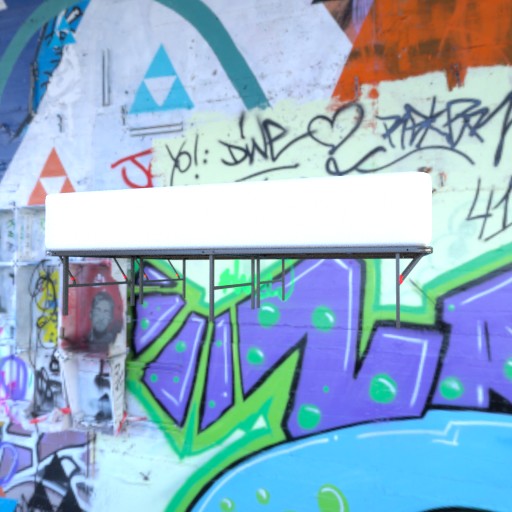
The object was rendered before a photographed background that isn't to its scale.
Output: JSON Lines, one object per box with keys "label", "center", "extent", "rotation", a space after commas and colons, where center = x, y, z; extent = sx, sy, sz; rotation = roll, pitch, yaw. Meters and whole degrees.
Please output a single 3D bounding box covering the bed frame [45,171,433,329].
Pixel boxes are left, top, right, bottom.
{"label": "bed frame", "center": [0.000, 0.000, 2.866], "extent": [2.037, 0.677, 1.528], "rotation": [0, -1, 18]}
